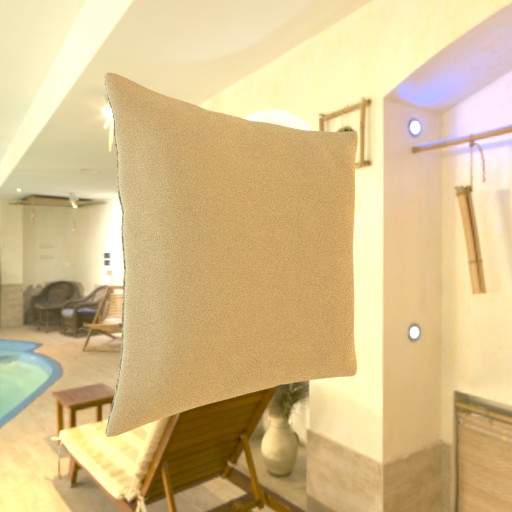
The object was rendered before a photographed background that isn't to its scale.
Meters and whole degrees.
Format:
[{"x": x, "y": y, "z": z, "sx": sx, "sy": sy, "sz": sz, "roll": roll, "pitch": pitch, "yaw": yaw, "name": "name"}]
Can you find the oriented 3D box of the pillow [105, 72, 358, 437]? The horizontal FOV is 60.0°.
[{"x": 0.000, "y": 0.000, "z": 0.771, "sx": 0.523, "sy": 0.510, "sz": 0.166, "roll": 0, "pitch": 0, "yaw": -36, "name": "pillow"}]
